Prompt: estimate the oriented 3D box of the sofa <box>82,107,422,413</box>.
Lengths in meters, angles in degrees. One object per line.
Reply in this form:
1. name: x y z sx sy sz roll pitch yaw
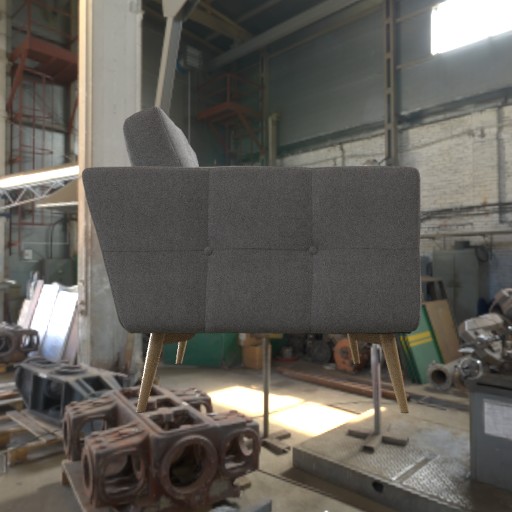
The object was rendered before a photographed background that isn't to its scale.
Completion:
1. sofa: 0.000 0.000 1.511 0.920 0.860 0.770 0 -1 0
